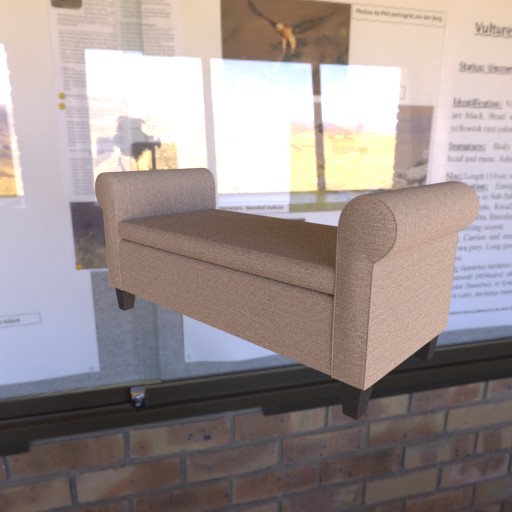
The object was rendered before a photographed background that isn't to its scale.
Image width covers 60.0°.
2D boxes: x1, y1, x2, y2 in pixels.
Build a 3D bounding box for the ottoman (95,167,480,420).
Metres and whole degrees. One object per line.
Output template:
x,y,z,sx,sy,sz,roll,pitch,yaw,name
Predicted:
0.000,0.000,1.536,1.256,0.547,0.521,13,19,42,ottoman
